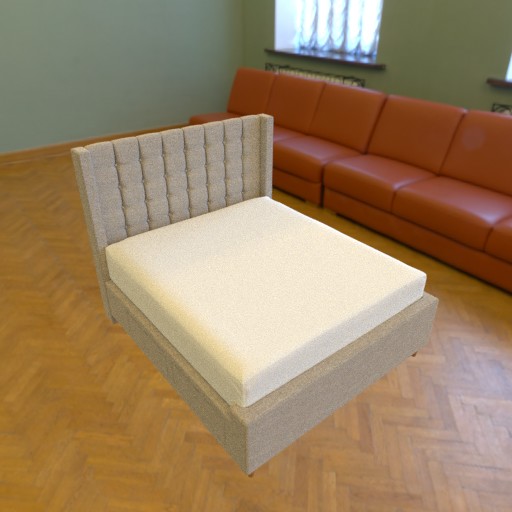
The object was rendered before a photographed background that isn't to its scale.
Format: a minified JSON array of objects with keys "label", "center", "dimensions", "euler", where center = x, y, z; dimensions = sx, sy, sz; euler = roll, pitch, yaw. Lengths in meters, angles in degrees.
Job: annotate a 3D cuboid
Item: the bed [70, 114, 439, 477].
[{"label":"bed","center":[0.000,0.000,3.831],"dimensions":[2.044,1.748,2.372],"euler":[-22,37,-33]}]
